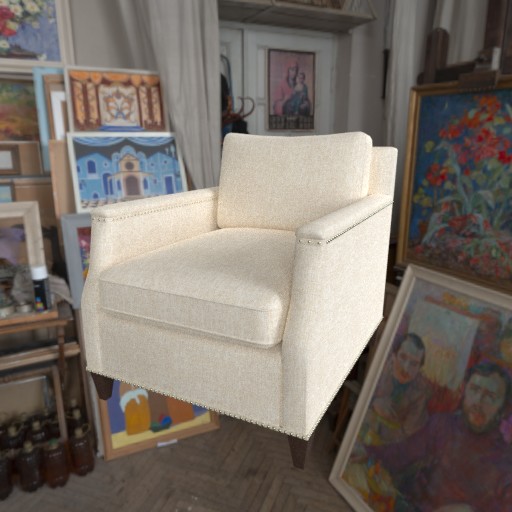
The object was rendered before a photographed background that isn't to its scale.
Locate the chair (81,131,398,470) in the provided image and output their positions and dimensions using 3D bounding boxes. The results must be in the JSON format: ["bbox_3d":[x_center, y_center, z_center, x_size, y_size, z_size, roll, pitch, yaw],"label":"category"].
[{"bbox_3d":[0.000,0.000,1.728,0.838,0.940,1.041,7,16,26],"label":"chair"}]
